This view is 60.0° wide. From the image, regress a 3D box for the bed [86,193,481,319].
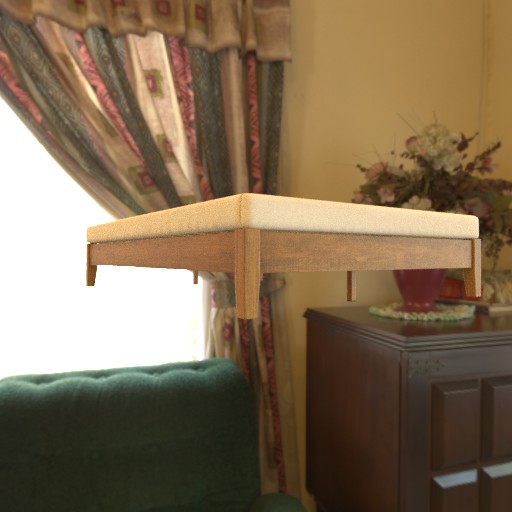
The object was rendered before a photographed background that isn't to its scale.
[{"bbox_3d":[0.000,0.000,2.744,1.536,0.431,2.016,0,0,-35],"label":"bed"}]
